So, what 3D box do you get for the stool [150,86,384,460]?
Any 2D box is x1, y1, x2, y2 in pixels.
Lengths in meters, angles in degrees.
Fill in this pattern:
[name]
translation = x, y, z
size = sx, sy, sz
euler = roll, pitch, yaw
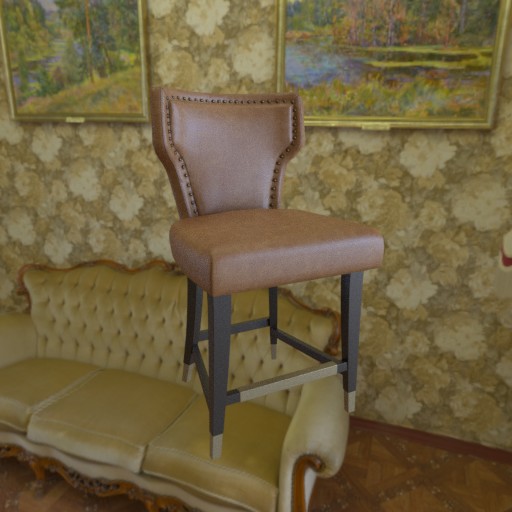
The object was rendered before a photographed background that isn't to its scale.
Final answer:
[stool]
translation = 0.000, 0.000, 1.356
size = 0.526, 0.982, 0.563
euler = -8, 18, -26
